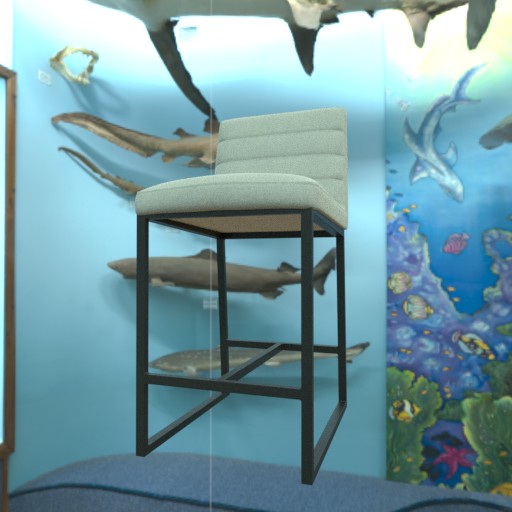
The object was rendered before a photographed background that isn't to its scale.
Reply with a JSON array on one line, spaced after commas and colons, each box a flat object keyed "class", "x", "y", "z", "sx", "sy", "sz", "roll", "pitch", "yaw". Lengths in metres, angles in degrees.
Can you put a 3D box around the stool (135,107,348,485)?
[{"class": "stool", "x": 0.000, "y": 0.000, "z": 1.254, "sx": 0.459, "sy": 0.971, "sz": 0.567, "roll": 0, "pitch": -1, "yaw": 19}]
